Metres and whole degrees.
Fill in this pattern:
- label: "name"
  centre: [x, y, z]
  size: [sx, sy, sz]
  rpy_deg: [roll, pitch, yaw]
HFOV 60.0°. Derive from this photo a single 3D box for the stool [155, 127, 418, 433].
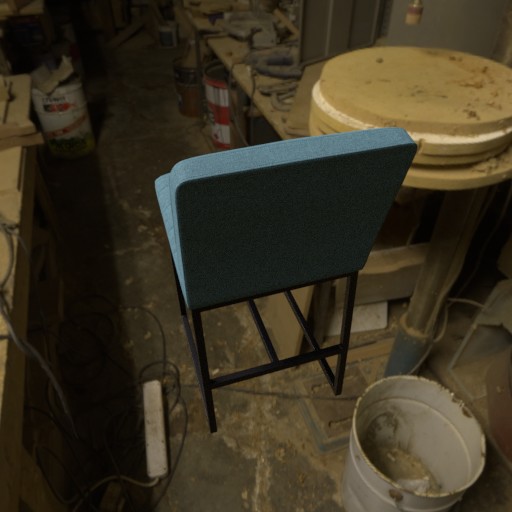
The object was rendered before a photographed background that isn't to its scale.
- label: "stool"
  centre: [0.000, 0.000, 1.250]
  size: [0.460, 0.940, 0.560]
  rpy_deg: [-12, 43, -13]
